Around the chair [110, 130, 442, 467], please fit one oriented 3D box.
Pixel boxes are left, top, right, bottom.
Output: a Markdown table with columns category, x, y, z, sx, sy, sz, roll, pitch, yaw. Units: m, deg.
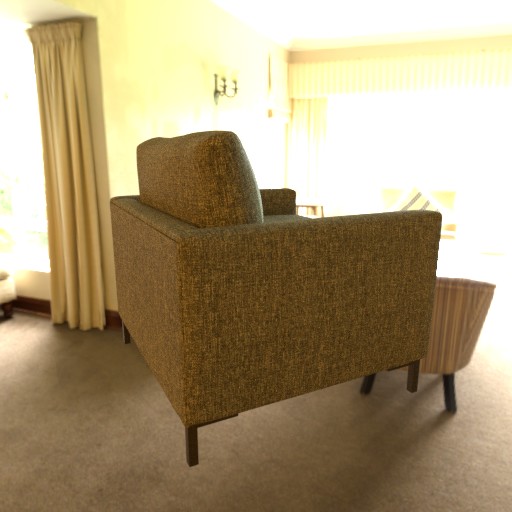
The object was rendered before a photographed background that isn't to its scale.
| category | x | y | z | sx | sy | sz | roll | pitch | yaw |
| --- | --- | --- | --- | --- | --- | --- | --- | --- | --- |
| chair | 0.000 | 0.000 | 1.627 | 0.866 | 0.861 | 0.963 | -7 | 15 | -26 |
